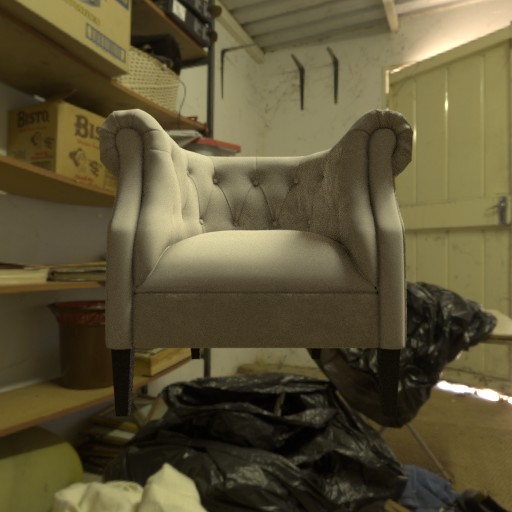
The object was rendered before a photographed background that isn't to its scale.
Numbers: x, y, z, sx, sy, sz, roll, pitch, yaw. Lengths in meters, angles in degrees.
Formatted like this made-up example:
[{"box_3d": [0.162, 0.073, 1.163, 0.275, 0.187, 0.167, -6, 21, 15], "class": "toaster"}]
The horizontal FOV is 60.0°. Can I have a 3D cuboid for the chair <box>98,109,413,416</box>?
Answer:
[{"box_3d": [0.000, 0.000, 1.526, 0.904, 0.826, 0.851, 0, 0, 0], "class": "chair"}]
